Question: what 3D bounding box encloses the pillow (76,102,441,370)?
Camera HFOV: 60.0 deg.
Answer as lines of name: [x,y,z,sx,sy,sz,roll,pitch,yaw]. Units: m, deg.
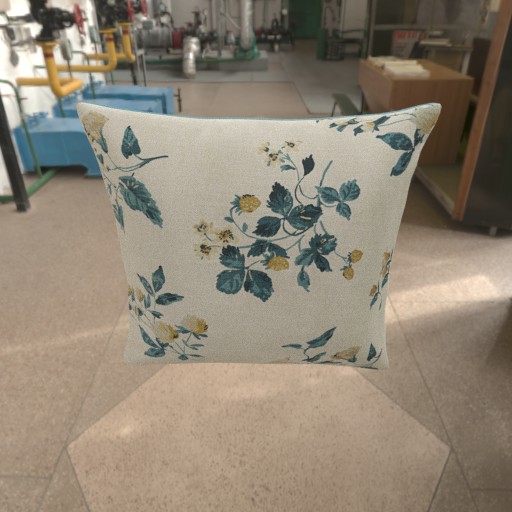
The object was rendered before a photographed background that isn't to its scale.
pillow: [0.000,0.000,0.760,0.526,0.507,0.166,1,31,1]
